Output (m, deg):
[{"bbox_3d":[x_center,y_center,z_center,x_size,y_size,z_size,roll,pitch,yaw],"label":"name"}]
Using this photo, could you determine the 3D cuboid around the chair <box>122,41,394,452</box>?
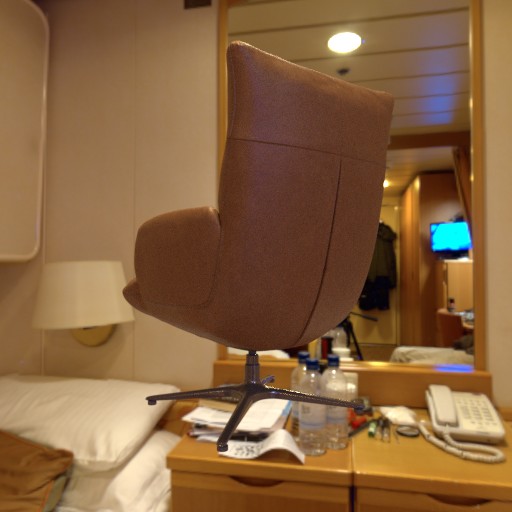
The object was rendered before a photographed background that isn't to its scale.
[{"bbox_3d":[0.000,0.000,1.493,0.711,1.027,0.794,1,-2,-35],"label":"chair"}]
